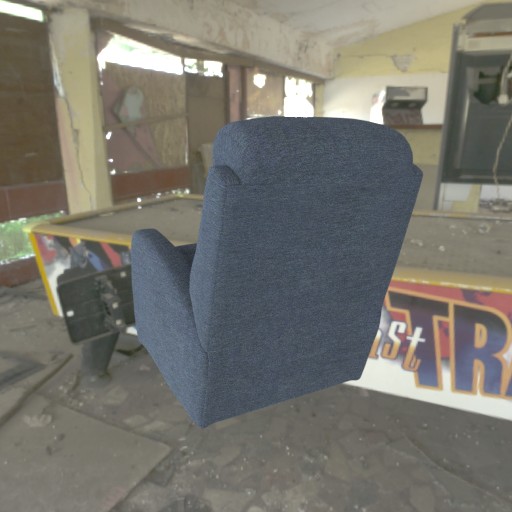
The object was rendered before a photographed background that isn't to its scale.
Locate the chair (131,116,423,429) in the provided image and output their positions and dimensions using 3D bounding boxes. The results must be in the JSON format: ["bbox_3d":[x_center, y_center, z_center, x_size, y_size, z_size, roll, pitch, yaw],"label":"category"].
[{"bbox_3d":[0.000,0.000,1.731,0.798,1.013,1.043,-8,17,-26],"label":"chair"}]
